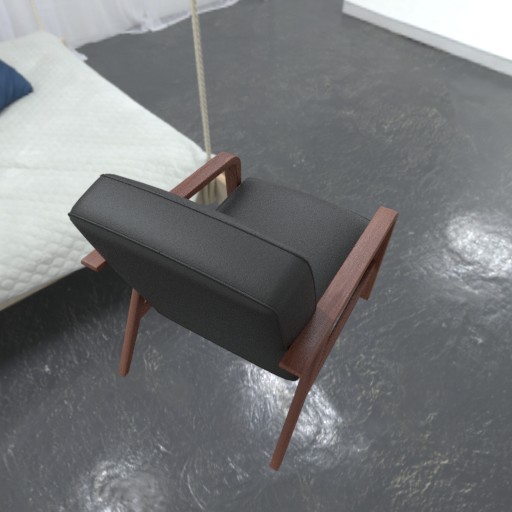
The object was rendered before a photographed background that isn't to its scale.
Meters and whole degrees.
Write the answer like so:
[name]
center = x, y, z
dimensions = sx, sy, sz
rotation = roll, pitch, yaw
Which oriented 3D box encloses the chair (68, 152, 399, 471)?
[chair]
center = 0.000, 0.000, 1.504
dimensions = 0.719, 0.861, 0.889
rotation = 23, 51, 20
